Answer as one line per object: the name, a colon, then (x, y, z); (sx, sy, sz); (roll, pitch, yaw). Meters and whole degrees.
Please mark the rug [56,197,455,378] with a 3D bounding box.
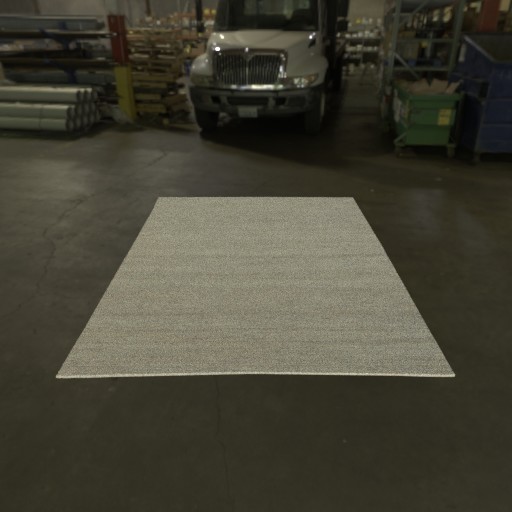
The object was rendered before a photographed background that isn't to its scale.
rug: (0.000, 0.000, 4.650); (2.757, 0.051, 3.626); (0, 27, 0)
